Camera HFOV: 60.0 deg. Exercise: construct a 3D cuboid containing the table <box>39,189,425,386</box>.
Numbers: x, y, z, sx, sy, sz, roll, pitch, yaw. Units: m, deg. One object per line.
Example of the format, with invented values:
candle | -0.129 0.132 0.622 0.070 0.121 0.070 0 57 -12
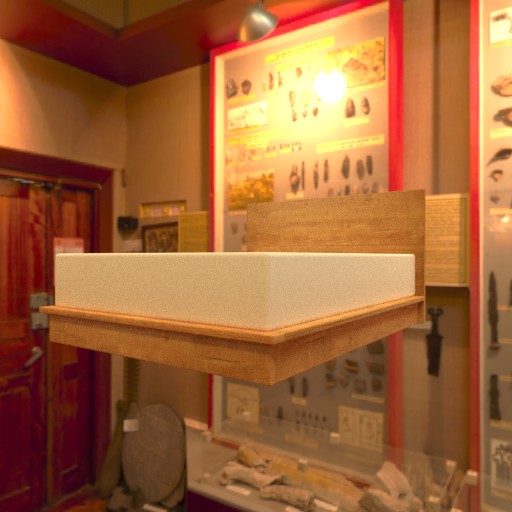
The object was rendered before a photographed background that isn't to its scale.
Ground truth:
table | 0.000 0.000 3.073 1.707 1.041 2.149 0 0 36
